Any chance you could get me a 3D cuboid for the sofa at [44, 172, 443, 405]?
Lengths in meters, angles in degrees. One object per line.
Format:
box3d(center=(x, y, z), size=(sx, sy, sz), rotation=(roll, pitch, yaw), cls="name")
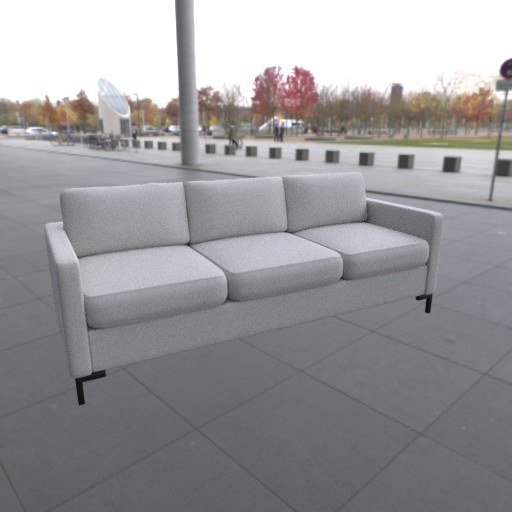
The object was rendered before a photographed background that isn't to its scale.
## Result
box3d(center=(0.000, 0.000, 2.650), size=(2.218, 0.874, 0.859), rotation=(-8, 18, -26), cls="sofa")
